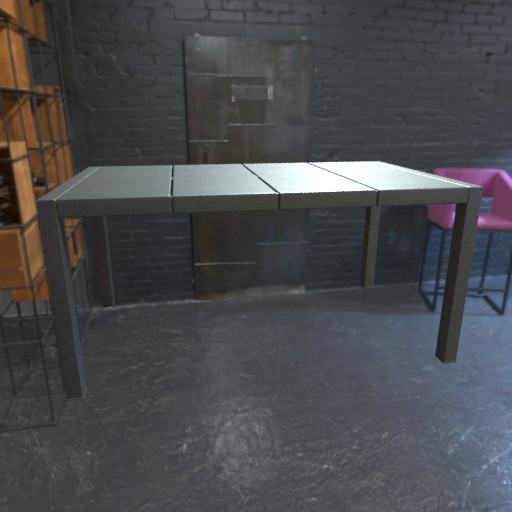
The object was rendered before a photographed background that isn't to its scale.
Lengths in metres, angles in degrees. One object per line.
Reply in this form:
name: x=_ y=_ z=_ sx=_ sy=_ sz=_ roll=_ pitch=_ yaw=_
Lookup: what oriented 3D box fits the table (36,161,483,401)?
table: x=0.000 y=0.000 z=1.270 sx=0.965 sy=0.460 sz=0.559 roll=-3 pitch=18 yaw=-9
